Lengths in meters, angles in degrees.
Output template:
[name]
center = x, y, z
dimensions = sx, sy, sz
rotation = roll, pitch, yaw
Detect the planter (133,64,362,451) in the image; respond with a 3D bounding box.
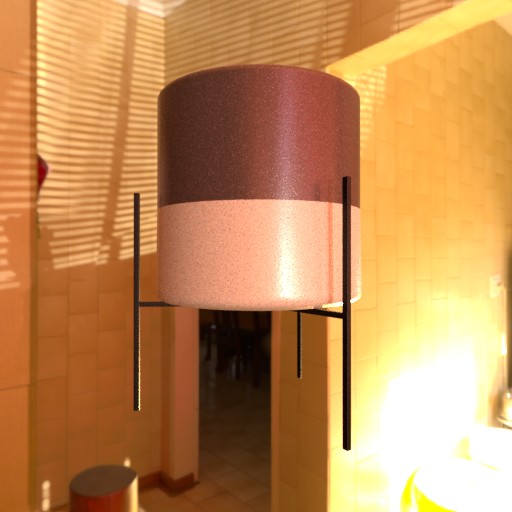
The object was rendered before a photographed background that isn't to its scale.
[planter]
center = 0.000, 0.000, 0.533
dimensions = 0.250, 0.353, 0.260
rotation = 0, 0, 19
